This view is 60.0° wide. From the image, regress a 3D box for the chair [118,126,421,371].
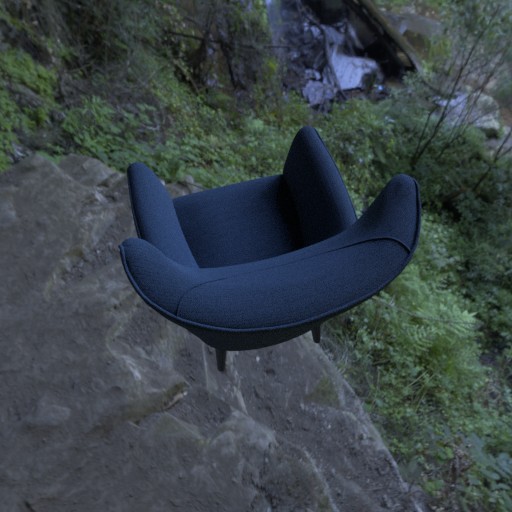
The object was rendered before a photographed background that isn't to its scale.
[{"bbox_3d":[0.000,0.000,1.577,0.781,0.933,0.888,-14,59,-9],"label":"chair"}]
